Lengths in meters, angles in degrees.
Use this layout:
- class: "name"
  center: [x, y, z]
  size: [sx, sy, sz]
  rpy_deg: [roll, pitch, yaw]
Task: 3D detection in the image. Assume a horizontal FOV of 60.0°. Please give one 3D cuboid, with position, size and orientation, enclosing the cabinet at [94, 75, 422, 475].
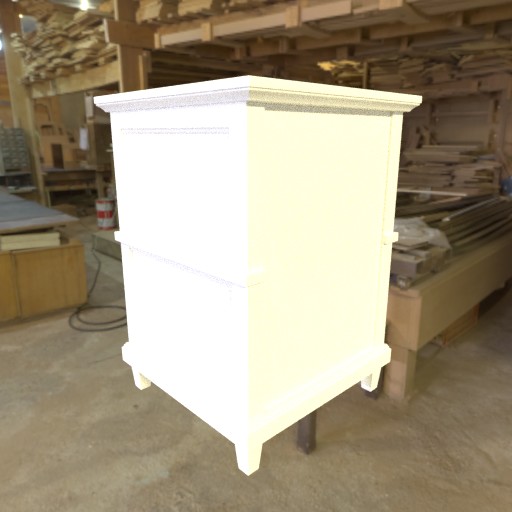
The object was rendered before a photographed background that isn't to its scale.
- class: "cabinet"
  center: [0.000, 0.000, 1.141]
  size: [0.544, 0.775, 0.547]
  rpy_deg: [-14, 21, -41]
